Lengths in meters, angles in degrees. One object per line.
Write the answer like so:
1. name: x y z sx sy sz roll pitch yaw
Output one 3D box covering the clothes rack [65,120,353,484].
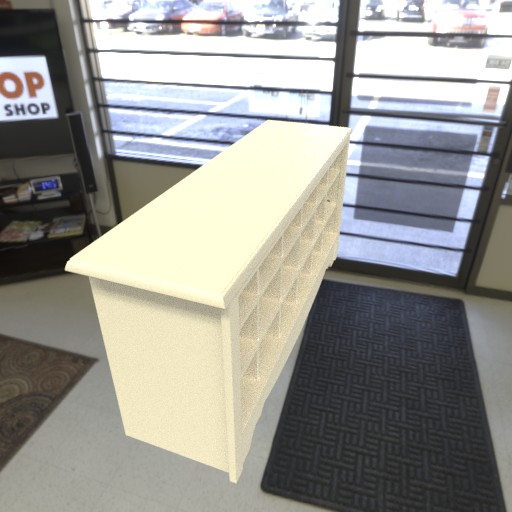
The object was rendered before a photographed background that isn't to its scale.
1. clothes rack: 0.000 0.000 1.345 0.324 0.531 1.120 11 33 18
